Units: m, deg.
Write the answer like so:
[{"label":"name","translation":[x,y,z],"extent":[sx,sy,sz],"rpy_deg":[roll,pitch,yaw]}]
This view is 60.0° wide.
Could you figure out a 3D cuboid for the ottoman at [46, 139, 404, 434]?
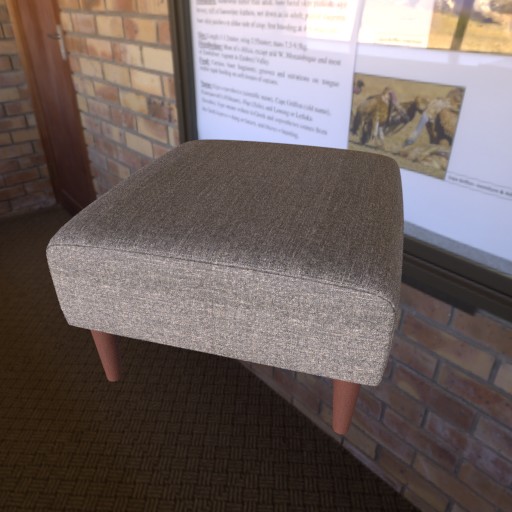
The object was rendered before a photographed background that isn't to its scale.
[{"label":"ottoman","translation":[0.000,0.000,1.068],"extent":[0.648,0.399,0.655],"rpy_deg":[8,32,14]}]
